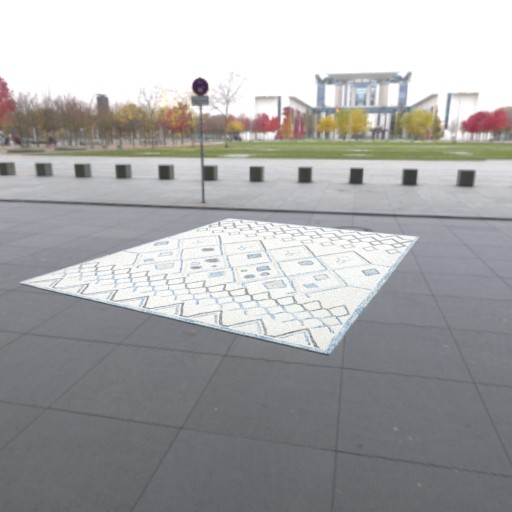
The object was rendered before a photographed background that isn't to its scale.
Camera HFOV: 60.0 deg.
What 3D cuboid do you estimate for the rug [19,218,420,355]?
[{"bbox_3d":[0.000,0.000,4.081,2.441,0.013,3.056,8,17,27],"label":"rug"}]
